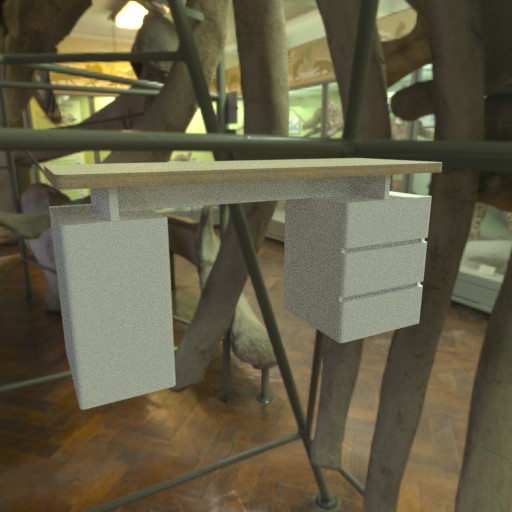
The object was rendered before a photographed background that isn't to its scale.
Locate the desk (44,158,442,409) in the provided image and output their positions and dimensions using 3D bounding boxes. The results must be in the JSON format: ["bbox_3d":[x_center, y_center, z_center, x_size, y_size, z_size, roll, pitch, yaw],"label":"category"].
[{"bbox_3d":[0.000,0.000,1.849,1.500,0.755,0.550,-8,16,-27],"label":"desk"}]
